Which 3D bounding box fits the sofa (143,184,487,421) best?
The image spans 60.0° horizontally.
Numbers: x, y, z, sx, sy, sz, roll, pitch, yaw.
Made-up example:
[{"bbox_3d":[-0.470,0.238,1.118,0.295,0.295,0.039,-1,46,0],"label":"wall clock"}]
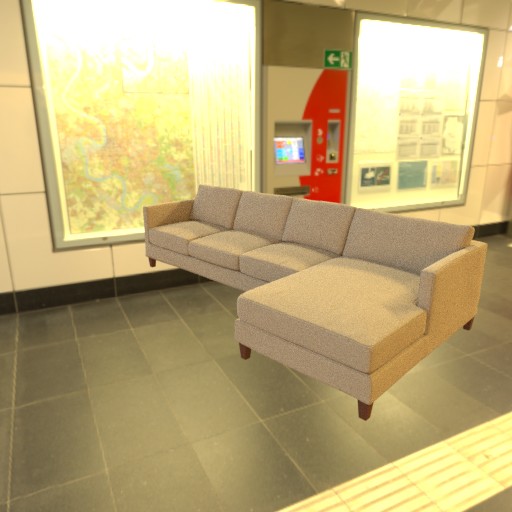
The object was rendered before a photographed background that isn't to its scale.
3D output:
[{"bbox_3d":[0.000,0.000,3.812,3.186,0.861,1.625,16,23,42],"label":"sofa"}]
